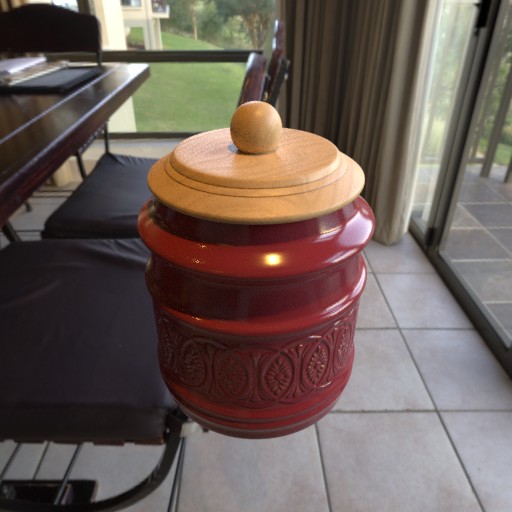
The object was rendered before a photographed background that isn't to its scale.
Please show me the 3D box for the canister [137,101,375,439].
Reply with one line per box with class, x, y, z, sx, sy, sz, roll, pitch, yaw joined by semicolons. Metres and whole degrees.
canister;0.000;0.000;0.262;0.130;0.176;0.130;0;32;0
